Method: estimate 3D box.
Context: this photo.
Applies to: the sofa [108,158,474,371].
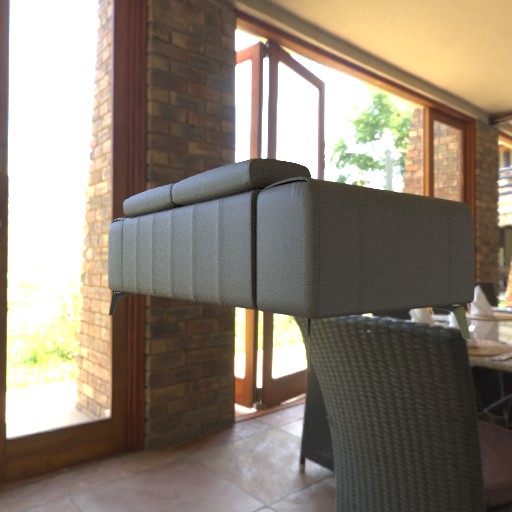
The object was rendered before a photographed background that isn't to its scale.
[{"bbox_3d":[0.000,0.000,2.436,1.024,0.753,1.930,1,-1,-37],"label":"sofa"}]
